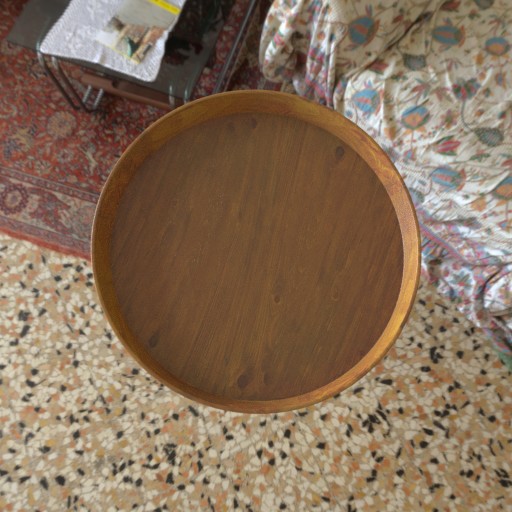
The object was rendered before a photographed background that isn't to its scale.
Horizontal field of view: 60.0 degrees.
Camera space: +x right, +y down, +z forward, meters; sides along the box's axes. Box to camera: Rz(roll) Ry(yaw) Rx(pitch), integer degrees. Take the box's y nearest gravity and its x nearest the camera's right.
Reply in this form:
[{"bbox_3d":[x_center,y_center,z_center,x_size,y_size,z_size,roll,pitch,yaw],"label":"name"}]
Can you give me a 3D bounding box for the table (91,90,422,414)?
[{"bbox_3d":[0.000,0.000,1.563,1.016,0.470,1.016,0,75,0],"label":"table"}]
